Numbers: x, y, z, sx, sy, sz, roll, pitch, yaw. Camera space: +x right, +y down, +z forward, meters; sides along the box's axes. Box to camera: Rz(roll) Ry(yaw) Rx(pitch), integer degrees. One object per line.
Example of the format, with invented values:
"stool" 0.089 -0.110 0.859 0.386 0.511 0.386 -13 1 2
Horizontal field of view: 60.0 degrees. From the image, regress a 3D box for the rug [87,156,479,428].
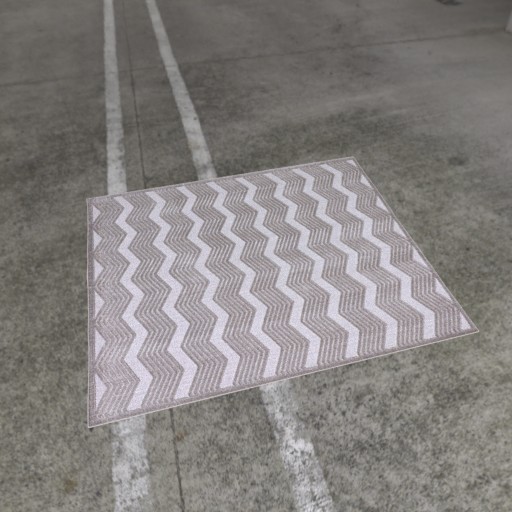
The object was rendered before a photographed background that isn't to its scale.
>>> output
"rug" 0.000 0.000 3.904 2.880 0.005 2.391 -11 48 -10
